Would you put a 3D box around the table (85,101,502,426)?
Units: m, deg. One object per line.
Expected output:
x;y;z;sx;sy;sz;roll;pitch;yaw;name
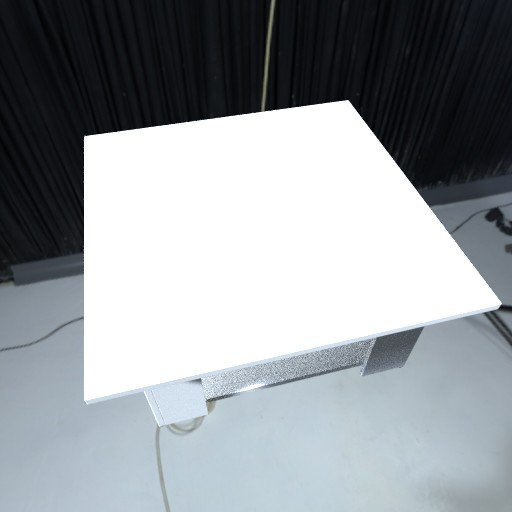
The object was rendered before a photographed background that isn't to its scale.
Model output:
0.000;0.000;1.011;0.670;0.305;0.670;-11;50;-9;table
